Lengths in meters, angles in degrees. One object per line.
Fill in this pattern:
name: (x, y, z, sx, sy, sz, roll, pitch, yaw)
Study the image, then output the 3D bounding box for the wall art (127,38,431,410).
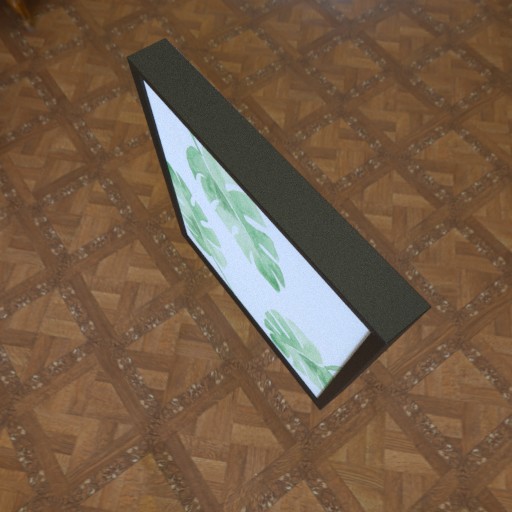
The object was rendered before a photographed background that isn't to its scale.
wall art: (0.000, 0.000, 0.455, 0.038, 0.304, 0.304, -34, 69, -16)
